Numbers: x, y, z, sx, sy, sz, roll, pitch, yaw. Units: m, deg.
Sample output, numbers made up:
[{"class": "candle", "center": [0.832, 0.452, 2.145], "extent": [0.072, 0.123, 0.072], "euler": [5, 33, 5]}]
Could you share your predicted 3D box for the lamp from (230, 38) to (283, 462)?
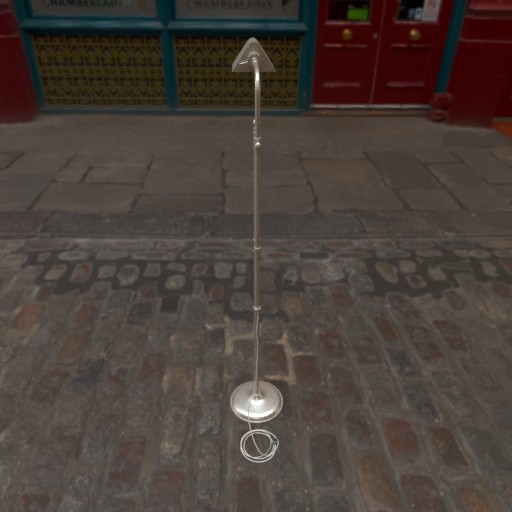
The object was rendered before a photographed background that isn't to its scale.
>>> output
[{"class": "lamp", "center": [0.000, 0.000, 1.838], "extent": [0.256, 1.571, 0.813], "euler": [-1, 31, -2]}]
